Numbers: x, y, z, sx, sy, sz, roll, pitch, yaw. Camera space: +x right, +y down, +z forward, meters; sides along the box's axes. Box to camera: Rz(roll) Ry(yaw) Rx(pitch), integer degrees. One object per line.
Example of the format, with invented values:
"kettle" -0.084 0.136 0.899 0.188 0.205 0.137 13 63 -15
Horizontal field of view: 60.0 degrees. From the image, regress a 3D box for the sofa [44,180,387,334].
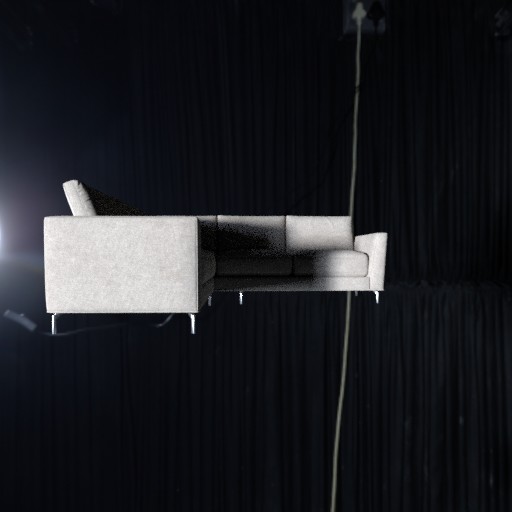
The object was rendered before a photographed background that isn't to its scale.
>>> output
"sofa" 0.000 0.000 3.620 2.438 0.864 2.438 0 0 -2
